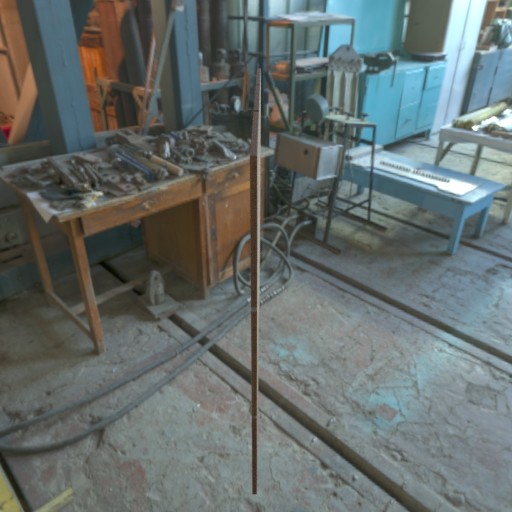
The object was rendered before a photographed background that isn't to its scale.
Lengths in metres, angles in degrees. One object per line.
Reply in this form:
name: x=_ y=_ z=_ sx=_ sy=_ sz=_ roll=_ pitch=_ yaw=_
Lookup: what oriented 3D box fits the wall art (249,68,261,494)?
wall art: x=0.000 y=0.000 z=1.765 sx=0.024 sy=1.218 sz=1.221 roll=0 pitch=31 yaw=1
